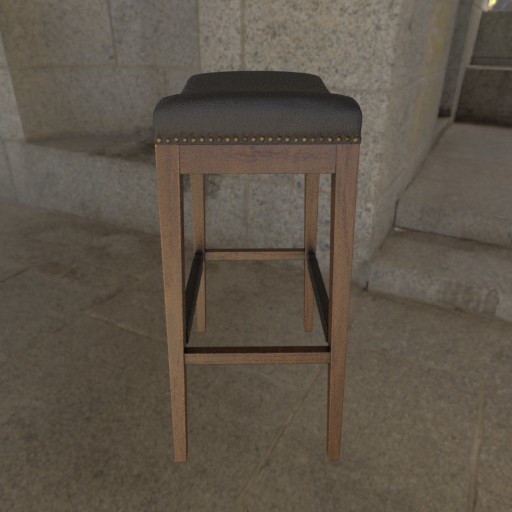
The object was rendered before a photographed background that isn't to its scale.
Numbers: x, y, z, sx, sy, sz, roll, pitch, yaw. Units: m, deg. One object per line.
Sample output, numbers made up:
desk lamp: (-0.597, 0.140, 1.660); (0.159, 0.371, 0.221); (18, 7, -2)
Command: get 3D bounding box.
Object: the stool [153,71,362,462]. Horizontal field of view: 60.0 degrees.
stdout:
stool: (0.000, 0.000, 1.027); (0.361, 0.765, 0.500); (0, 27, -1)
